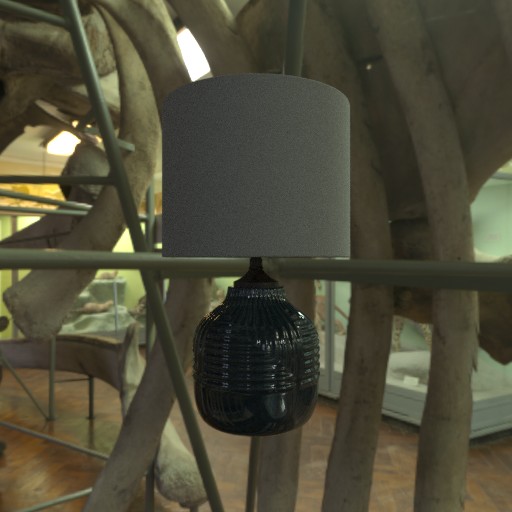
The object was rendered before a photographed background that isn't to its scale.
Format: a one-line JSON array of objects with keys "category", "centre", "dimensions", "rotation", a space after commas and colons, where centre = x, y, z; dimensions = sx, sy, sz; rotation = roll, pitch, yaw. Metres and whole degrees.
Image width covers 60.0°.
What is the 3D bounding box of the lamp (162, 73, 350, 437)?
[{"category": "lamp", "centre": [0.000, 0.000, 0.764], "dimensions": [0.318, 0.567, 0.318], "rotation": [0, 0, 0]}]
